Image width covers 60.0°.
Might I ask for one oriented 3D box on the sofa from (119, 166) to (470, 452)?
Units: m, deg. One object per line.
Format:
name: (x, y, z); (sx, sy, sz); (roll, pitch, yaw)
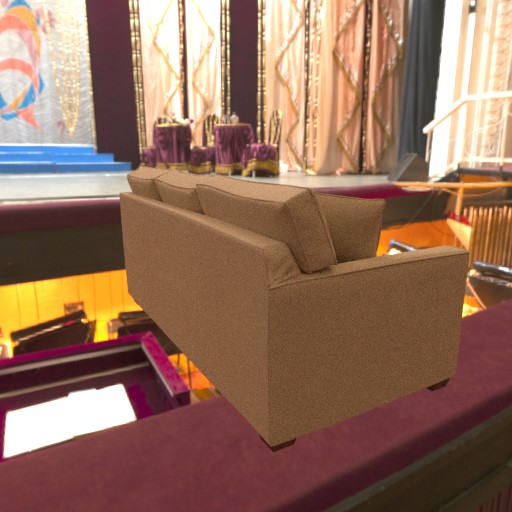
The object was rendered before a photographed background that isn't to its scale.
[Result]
sofa: (0.000, 0.000, 2.490); (1.034, 0.946, 1.962); (-8, 16, -29)
